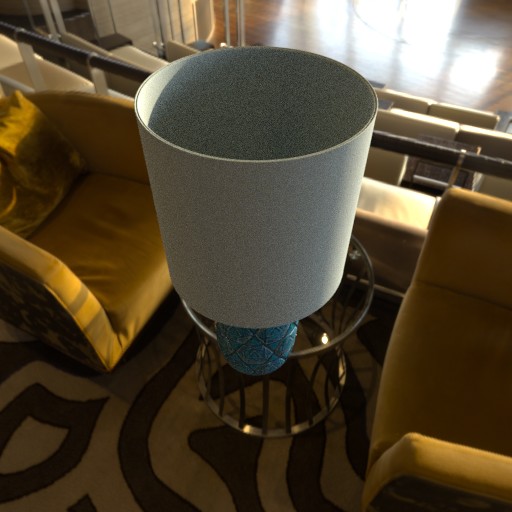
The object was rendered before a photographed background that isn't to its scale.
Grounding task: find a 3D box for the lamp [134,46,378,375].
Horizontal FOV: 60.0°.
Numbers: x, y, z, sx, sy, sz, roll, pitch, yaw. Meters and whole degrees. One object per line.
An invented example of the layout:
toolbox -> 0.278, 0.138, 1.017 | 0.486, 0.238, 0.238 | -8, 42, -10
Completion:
lamp -> 0.000, 0.000, 0.492 | 0.193, 0.377, 0.193 | 10, 47, 10
